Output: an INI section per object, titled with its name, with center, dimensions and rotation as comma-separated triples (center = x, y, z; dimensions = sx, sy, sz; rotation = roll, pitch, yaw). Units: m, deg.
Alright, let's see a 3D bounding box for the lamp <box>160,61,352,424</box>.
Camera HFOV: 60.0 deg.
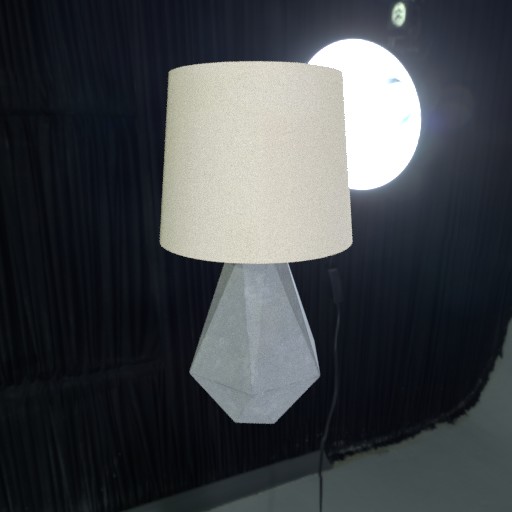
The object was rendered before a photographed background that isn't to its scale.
[lamp]
center = 0.000, 0.000, 0.657
dimensions = 0.276, 0.501, 0.276
rotation = 0, 15, 0
